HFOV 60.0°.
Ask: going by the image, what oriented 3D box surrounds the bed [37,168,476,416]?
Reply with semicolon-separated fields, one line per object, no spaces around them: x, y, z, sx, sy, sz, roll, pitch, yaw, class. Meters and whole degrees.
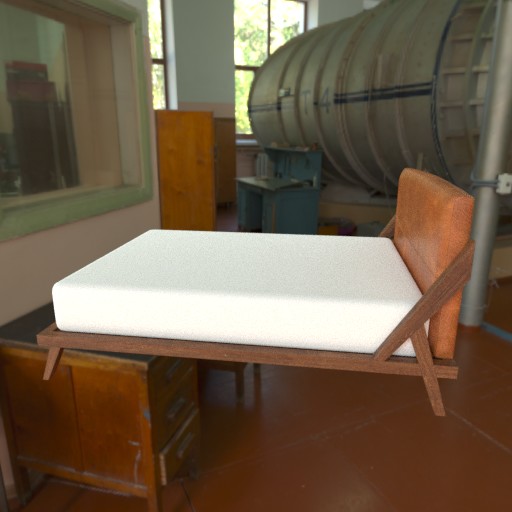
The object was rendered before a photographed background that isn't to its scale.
0.000;0.000;3.094;2.311;1.168;1.651;2;16;9;bed
